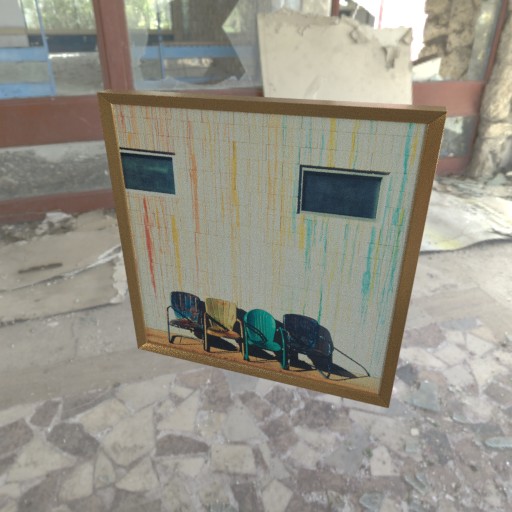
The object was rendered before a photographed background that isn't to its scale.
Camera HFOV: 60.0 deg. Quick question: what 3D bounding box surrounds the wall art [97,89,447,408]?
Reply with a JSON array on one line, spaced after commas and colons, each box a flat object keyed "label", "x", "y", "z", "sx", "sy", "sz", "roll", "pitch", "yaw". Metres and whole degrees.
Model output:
[{"label": "wall art", "x": 0.000, "y": 0.000, "z": 0.746, "sx": 0.505, "sy": 0.505, "sz": 0.037, "roll": 9, "pitch": 29, "yaw": 16}]
